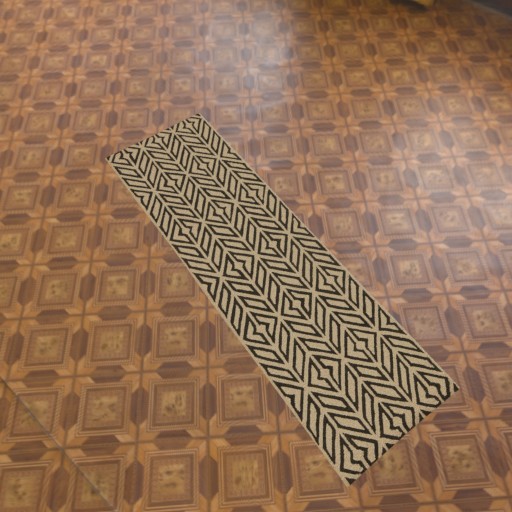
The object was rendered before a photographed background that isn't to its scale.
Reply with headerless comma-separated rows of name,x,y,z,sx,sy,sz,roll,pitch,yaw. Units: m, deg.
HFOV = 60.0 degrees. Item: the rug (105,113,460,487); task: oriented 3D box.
rug,0.000,0.000,2.599,0.750,0.009,2.435,-32,64,-17
